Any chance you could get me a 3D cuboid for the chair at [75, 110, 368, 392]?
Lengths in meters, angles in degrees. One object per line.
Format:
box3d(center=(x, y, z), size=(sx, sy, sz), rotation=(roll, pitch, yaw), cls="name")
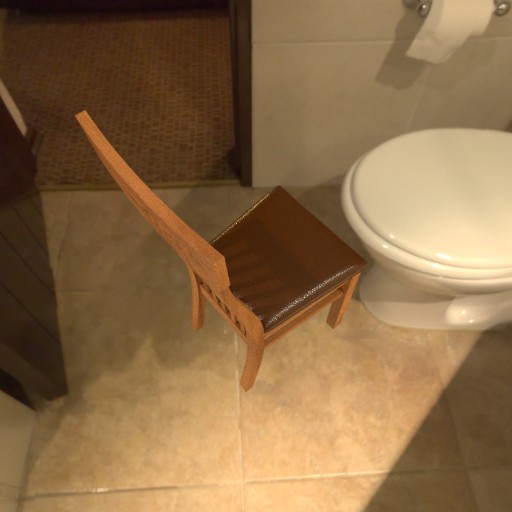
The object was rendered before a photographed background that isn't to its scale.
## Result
box3d(center=(0.000, 0.000, 1.317), size=(0.580, 1.050, 0.450), rotation=(-35, 64, -20), cls="chair")
